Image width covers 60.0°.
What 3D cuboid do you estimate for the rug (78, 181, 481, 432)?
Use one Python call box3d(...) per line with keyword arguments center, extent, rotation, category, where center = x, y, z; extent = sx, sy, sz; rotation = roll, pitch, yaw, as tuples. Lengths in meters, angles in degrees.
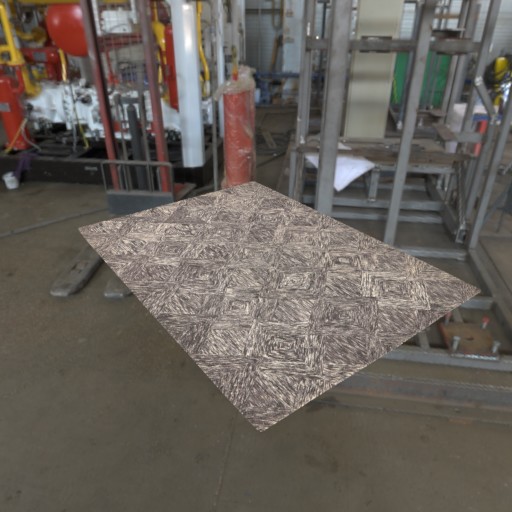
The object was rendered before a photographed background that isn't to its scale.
box3d(center=(0.000, 0.000, 5.346), extent=(2.997, 0.020, 4.093), rotation=(-21, 36, -31), category="rug")
